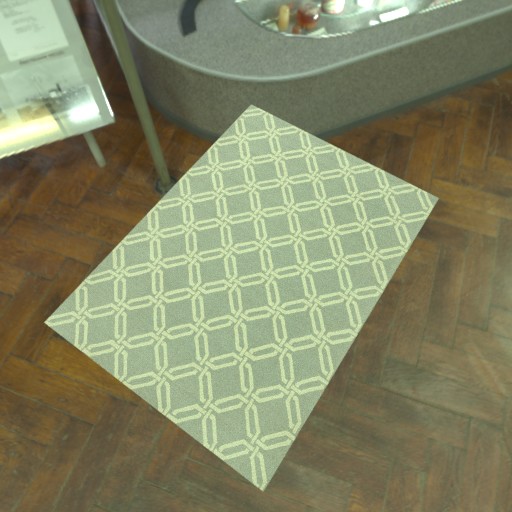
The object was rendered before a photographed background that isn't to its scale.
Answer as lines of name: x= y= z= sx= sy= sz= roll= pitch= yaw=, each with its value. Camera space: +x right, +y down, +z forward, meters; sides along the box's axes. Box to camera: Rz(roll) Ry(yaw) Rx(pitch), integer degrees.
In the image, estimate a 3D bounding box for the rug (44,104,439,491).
rug: x=0.000 y=0.000 z=4.413 sx=2.438 sy=0.013 sz=3.353 roll=31 pitch=67 yaw=15
